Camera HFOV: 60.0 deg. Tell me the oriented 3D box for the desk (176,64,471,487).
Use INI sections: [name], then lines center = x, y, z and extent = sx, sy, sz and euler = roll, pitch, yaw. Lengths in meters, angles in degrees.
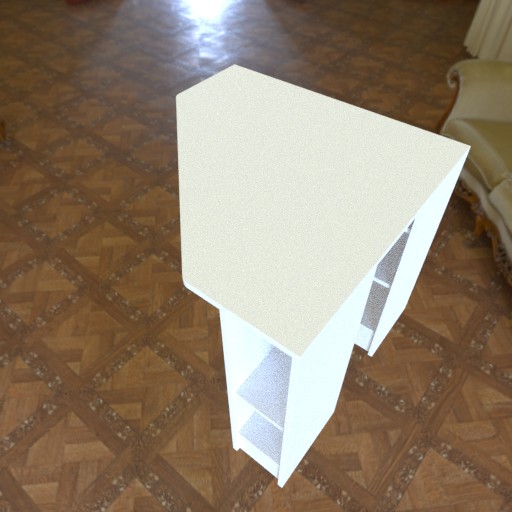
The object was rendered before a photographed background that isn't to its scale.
[desk]
center = 0.000, 0.000, 1.598
extent = 0.940, 0.818, 0.926
euler = 30, 53, 25
